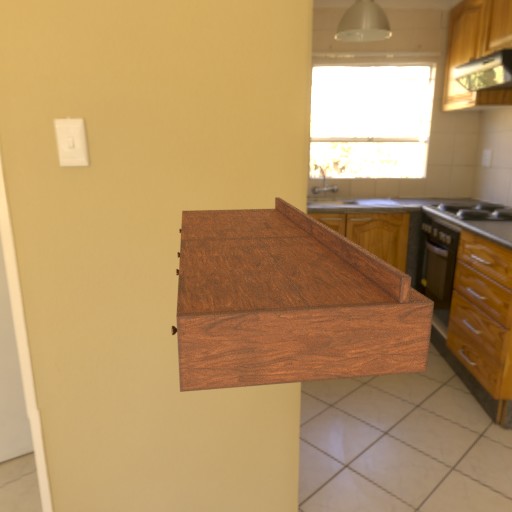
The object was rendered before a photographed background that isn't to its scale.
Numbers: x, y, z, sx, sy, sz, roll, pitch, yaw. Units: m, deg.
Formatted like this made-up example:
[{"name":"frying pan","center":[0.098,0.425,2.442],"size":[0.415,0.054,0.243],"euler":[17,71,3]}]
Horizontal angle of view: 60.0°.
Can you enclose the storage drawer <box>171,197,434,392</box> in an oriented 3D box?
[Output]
[{"name":"storage drawer","center":[0.000,0.000,2.194],"size":[0.774,0.339,1.914],"euler":[-2,15,-8]}]
